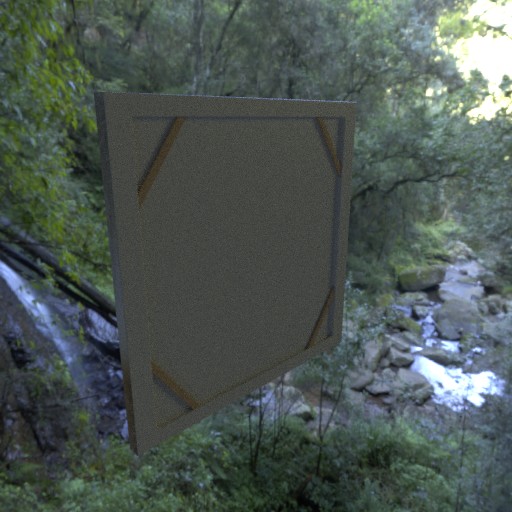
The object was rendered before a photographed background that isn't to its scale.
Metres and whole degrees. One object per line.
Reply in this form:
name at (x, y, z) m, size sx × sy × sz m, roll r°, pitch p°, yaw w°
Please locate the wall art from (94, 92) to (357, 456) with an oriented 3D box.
wall art at (0.000, 0.000, 1.629) m, size 1.092 × 1.091 × 0.051 m, roll -16°, pitch 23°, yaw -41°
